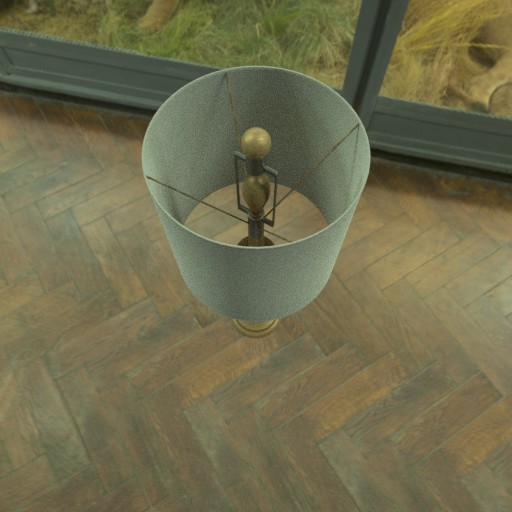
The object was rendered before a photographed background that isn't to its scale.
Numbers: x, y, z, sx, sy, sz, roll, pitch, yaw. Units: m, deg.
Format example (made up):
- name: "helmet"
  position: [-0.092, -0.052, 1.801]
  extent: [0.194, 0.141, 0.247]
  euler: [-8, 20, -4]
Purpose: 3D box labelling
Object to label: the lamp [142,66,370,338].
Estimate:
- name: "lamp"
  position: [0.000, 0.000, 0.736]
  extent: [0.250, 0.597, 0.250]
  euler: [-16, 65, -8]
